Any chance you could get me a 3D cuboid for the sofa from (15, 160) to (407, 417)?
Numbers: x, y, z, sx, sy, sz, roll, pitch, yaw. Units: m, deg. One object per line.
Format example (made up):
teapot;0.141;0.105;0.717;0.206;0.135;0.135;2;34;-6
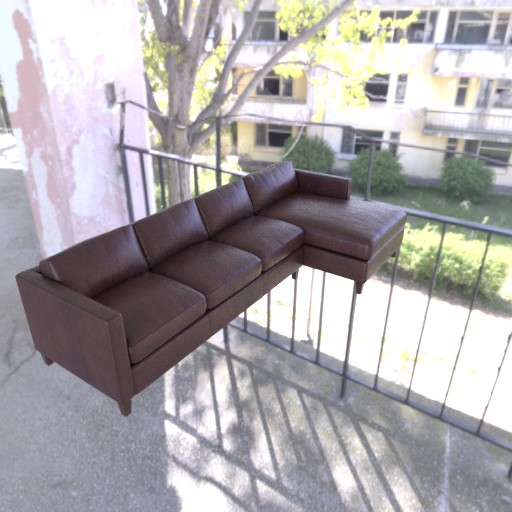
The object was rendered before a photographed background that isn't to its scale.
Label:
sofa;0.000;0.000;3.757;1.581;0.883;3.203;17;32;31
